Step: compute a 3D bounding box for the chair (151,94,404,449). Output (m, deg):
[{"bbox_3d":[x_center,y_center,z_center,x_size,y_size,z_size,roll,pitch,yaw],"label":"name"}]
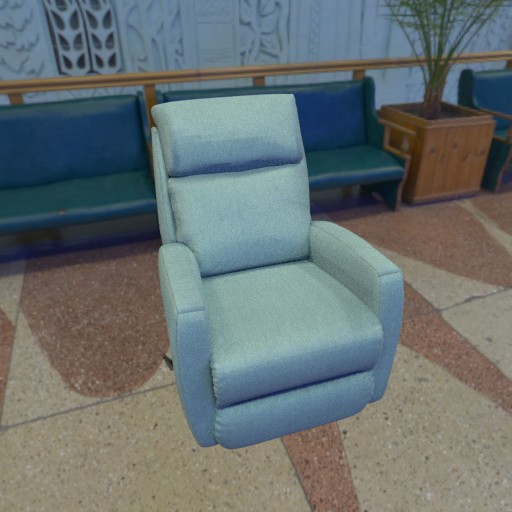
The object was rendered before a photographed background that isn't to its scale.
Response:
[{"bbox_3d":[0.000,0.000,1.691,0.812,1.013,0.940,-10,33,-15],"label":"chair"}]
